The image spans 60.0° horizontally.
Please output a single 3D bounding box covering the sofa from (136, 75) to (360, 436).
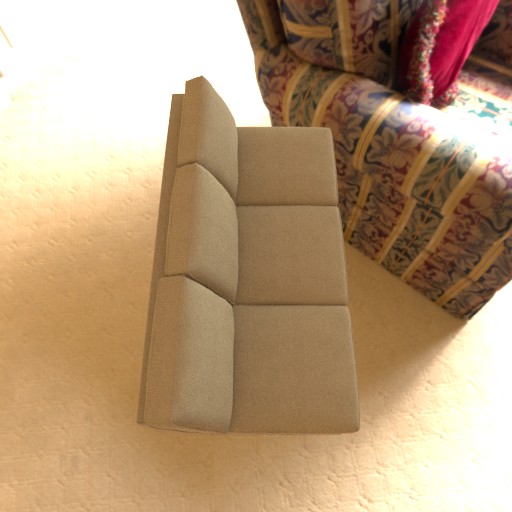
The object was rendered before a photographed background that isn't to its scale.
[{"bbox_3d":[0.000,0.000,2.773,1.127,1.036,2.092,0,64,0],"label":"sofa"}]
